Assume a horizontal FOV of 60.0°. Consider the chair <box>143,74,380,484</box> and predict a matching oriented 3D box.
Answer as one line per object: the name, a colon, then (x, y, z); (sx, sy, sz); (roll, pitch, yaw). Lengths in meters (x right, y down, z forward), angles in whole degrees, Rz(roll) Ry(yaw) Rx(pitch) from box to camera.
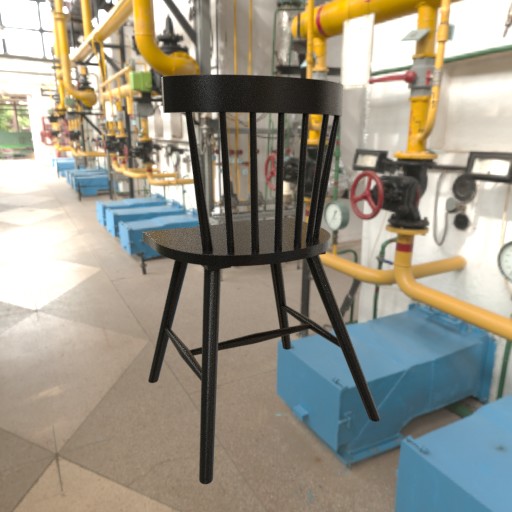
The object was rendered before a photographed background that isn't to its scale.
chair: (0.000, 0.000, 1.156); (0.506, 0.844, 0.483); (-8, 17, -26)
